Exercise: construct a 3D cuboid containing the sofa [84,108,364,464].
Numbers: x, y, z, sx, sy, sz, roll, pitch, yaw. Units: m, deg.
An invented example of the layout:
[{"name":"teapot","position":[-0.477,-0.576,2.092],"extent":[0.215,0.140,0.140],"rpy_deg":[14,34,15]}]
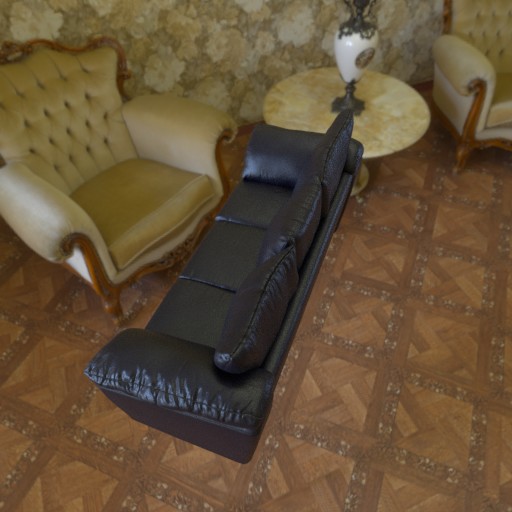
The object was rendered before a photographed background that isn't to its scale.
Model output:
[{"name":"sofa","position":[0.000,0.000,2.830],"extent":[0.880,1.073,2.336],"rpy_deg":[16,49,14]}]
